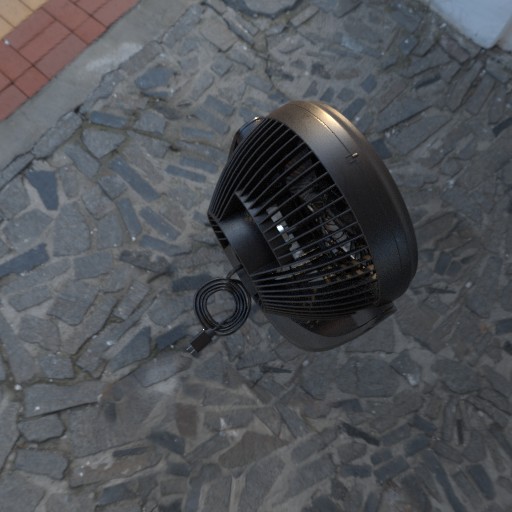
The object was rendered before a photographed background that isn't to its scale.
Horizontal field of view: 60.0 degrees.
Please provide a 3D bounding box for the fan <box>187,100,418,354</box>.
[{"bbox_3d":[0.000,0.000,0.489,0.256,0.277,0.273,-30,77,-8],"label":"fan"}]
